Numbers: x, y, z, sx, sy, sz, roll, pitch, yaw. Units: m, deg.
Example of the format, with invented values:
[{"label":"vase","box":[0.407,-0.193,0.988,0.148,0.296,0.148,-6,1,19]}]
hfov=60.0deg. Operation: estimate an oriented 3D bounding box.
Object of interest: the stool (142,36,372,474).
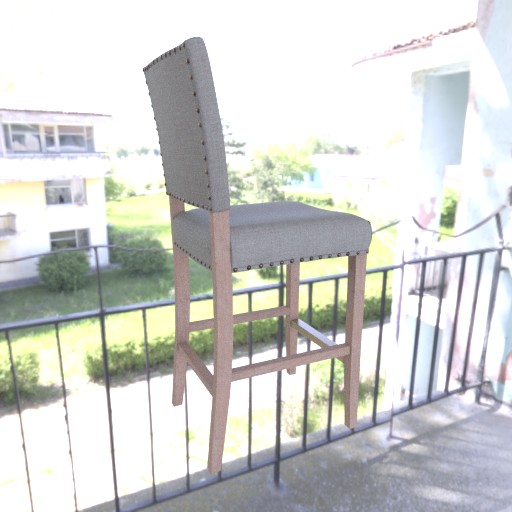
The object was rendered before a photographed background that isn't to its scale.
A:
[{"label":"stool","box":[0.000,0.000,1.431,0.585,1.173,0.445,-7,16,-26]}]
